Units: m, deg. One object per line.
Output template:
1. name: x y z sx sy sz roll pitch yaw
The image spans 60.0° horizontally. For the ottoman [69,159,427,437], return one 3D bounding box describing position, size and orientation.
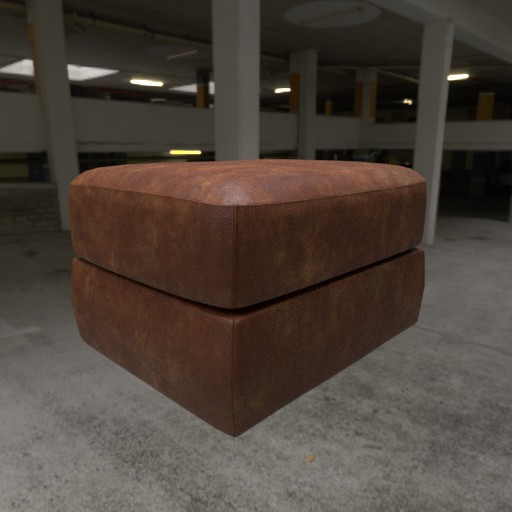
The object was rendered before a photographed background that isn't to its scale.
1. ottoman: 0.000 0.000 1.143 0.603 0.476 0.751 13 19 42
